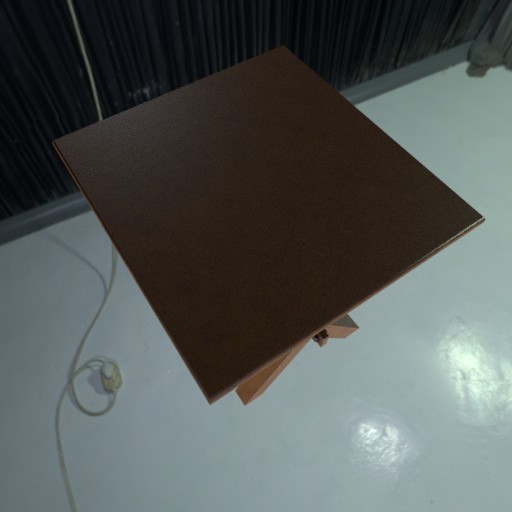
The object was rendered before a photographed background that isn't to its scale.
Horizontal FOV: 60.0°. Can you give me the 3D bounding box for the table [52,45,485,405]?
[{"bbox_3d":[0.000,0.000,1.055,0.560,0.562,0.602,-30,63,-17],"label":"table"}]
